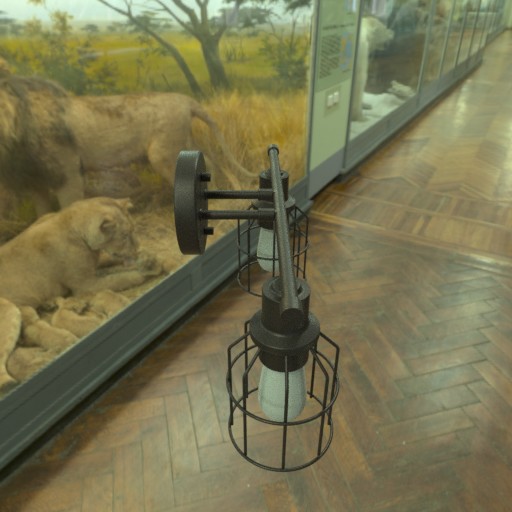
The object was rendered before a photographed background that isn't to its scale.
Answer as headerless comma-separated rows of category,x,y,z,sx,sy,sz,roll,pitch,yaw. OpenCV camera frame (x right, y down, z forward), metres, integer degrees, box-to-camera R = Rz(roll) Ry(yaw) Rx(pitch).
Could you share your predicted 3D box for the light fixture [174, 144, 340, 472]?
light fixture,0.000,0.000,0.536,0.165,0.254,0.406,0,31,0
